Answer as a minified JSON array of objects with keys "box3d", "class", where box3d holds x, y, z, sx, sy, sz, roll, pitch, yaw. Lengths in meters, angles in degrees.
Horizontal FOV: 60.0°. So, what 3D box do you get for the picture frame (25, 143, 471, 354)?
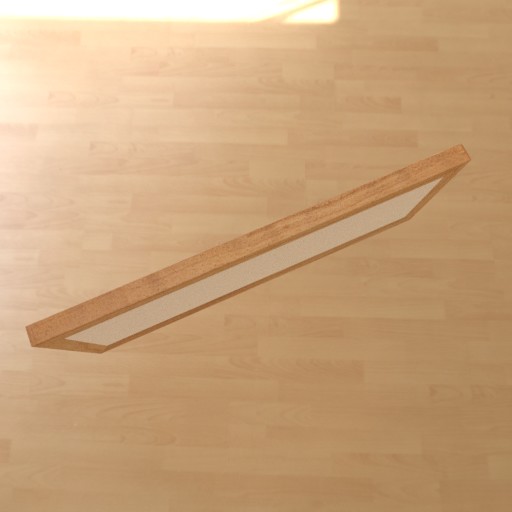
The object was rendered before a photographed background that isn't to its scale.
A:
[{"box3d":[0.000,0.000,0.656,0.582,0.234,0.045,-23,77,-6],"class":"picture frame"}]
